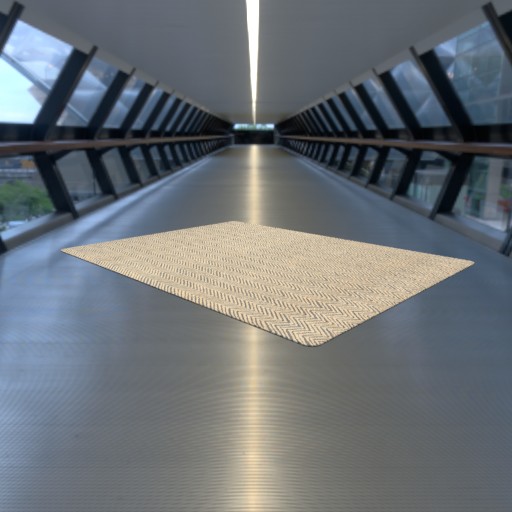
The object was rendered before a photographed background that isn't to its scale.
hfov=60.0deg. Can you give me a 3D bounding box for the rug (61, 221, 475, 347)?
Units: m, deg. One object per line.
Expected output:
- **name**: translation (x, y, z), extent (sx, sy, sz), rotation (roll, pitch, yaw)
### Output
- **rug**: translation (0.000, 0.000, 4.249), extent (3.207, 0.014, 2.439), rotation (13, 19, 43)
